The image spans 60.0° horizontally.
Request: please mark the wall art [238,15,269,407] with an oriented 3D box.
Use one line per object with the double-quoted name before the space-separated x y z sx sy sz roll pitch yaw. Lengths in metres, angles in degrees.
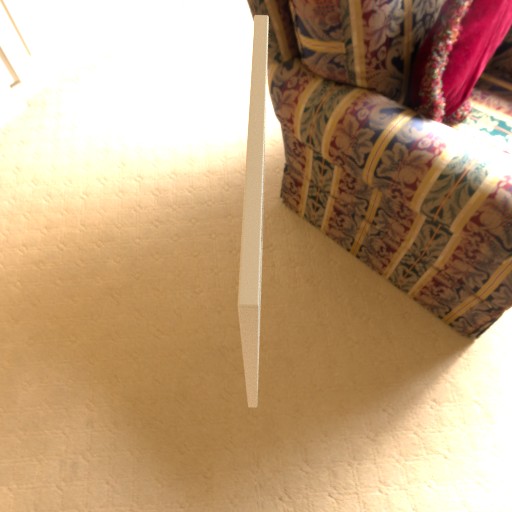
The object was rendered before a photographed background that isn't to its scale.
"wall art" 0.000 0.000 1.497 0.038 1.183 0.808 2 63 1
